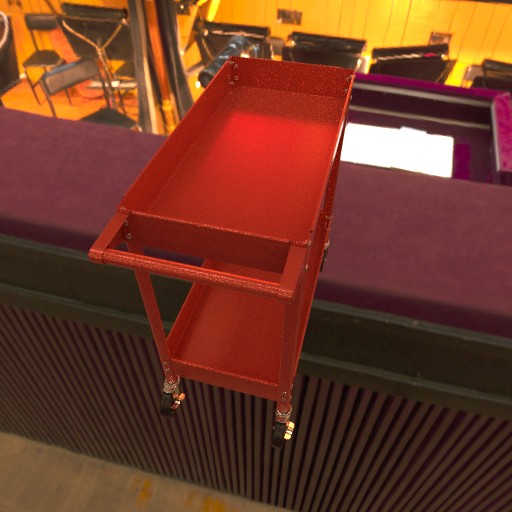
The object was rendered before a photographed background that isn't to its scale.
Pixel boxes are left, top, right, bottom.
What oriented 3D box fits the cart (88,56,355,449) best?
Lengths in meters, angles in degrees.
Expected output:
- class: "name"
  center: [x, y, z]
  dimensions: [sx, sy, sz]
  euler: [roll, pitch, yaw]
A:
- class: "cart"
  center: [0.000, 0.000, 1.178]
  dimensions: [0.366, 0.719, 0.779]
  euler: [11, 47, 10]
